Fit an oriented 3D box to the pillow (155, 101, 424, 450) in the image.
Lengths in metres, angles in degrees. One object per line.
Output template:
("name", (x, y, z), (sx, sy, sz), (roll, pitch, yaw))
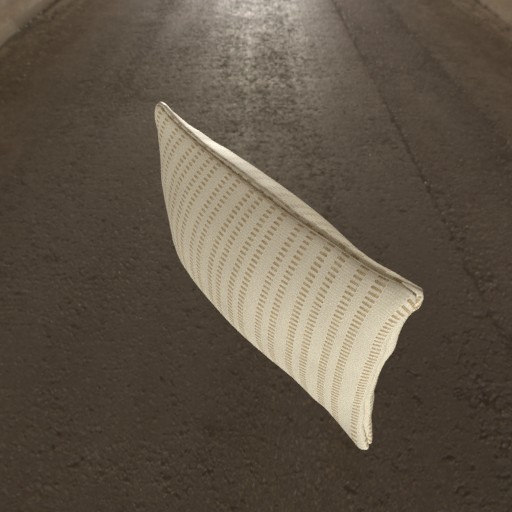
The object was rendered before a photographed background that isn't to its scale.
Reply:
("pillow", (0.000, 0.000, 0.785), (0.210, 0.353, 0.640), (-26, 48, -26))
